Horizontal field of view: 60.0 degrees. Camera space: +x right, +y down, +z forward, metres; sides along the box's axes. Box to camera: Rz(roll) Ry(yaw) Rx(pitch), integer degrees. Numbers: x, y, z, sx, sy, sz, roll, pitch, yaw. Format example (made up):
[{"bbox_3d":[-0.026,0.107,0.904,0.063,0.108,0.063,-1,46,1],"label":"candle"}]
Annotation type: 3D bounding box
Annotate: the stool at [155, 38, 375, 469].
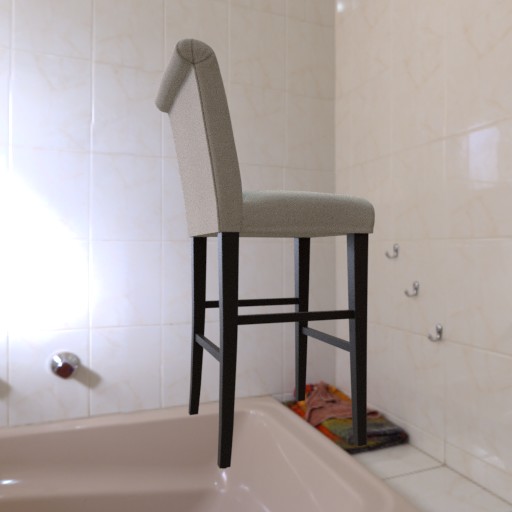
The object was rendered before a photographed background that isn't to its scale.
[{"bbox_3d":[0.000,0.000,1.428,0.597,1.124,0.452,0,0,-20],"label":"stool"}]
